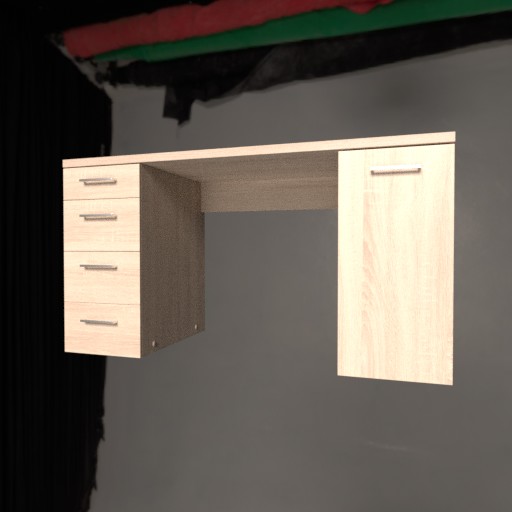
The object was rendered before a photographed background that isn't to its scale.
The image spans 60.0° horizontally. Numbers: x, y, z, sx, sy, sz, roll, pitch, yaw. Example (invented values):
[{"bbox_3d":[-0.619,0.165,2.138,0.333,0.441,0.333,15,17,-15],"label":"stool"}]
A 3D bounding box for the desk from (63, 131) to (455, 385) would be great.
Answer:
[{"bbox_3d":[0.000,0.000,1.759,1.390,0.740,0.600,0,1,18],"label":"desk"}]
